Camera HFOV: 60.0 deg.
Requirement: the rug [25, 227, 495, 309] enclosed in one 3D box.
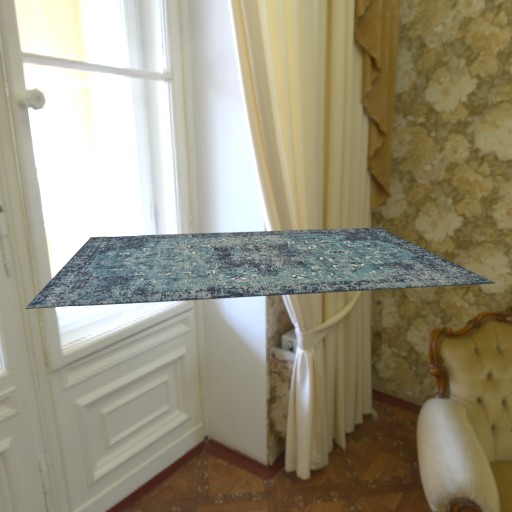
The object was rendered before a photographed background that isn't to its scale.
[{"bbox_3d":[0.000,0.000,2.991,2.440,0.007,1.525,-2,16,-8],"label":"rug"}]
